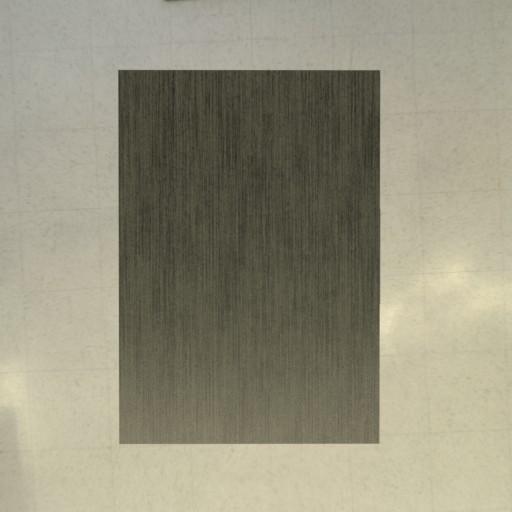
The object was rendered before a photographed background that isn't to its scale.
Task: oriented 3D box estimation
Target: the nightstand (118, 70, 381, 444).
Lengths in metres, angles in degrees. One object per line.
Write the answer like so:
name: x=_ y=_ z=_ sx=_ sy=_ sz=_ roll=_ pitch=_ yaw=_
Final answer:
nightstand: x=0.000 y=0.000 z=0.753 sx=0.325 sy=0.460 sz=0.441 roll=0 pitch=90 yaw=0
